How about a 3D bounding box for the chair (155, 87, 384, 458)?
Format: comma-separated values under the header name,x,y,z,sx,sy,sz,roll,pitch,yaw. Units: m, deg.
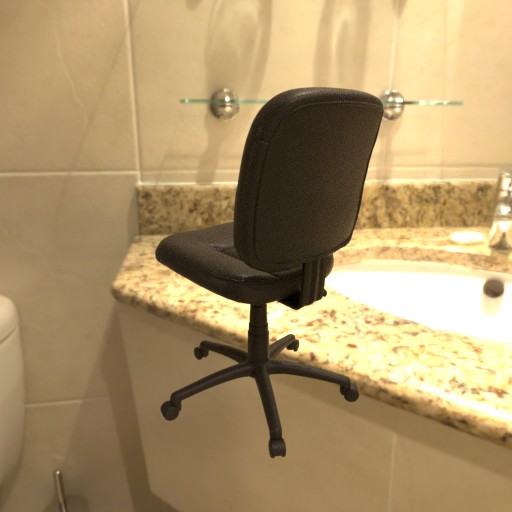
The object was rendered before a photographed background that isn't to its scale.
name,x,y,z,sx,sy,sz,roll,pitch,yaw
chair,0.000,0.000,1.383,0.646,0.959,0.647,16,24,42
